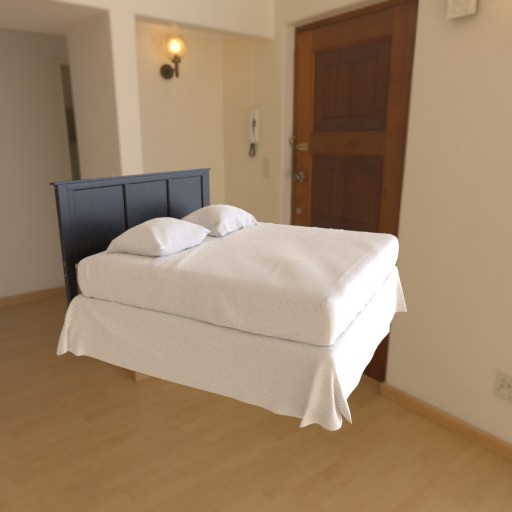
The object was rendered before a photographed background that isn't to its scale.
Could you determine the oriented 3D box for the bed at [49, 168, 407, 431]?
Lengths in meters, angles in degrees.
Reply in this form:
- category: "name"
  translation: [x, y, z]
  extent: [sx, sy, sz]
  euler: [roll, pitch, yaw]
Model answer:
- category: "bed"
  translation: [0.000, 0.000, 3.659]
  extent: [2.219, 1.271, 2.315]
  euler: [7, 16, 26]
